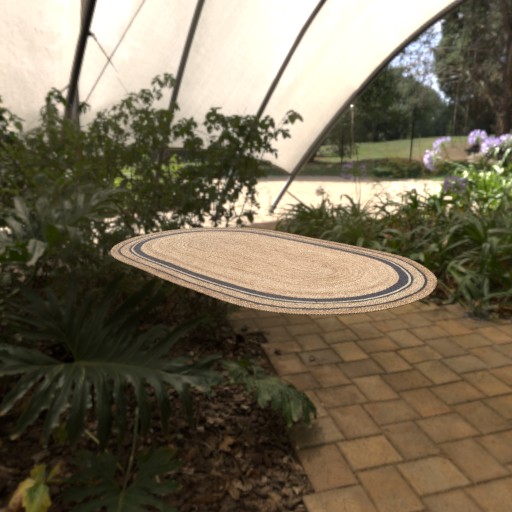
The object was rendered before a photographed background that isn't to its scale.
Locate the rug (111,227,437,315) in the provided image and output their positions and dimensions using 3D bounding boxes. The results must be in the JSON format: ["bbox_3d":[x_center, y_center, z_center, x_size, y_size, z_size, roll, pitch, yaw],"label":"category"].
[{"bbox_3d":[0.000,0.000,3.090,1.520,0.006,2.432,-13,19,-42],"label":"rug"}]
